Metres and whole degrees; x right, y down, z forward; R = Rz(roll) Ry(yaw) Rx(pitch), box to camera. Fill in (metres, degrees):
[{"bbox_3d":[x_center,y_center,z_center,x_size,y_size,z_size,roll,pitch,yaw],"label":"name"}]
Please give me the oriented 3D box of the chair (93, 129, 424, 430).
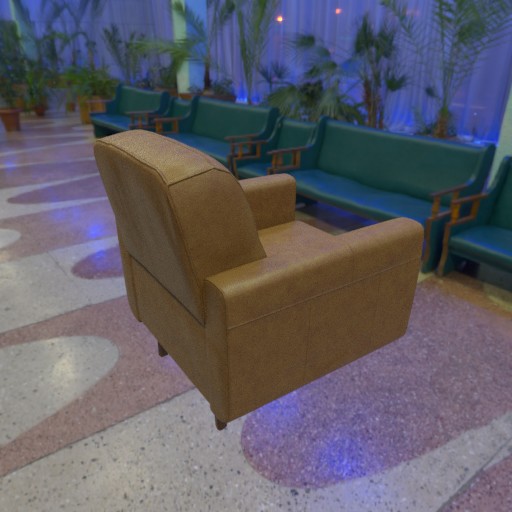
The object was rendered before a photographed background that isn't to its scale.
[{"bbox_3d":[0.000,0.000,1.704,0.942,0.968,0.845,-17,31,-31],"label":"chair"}]
